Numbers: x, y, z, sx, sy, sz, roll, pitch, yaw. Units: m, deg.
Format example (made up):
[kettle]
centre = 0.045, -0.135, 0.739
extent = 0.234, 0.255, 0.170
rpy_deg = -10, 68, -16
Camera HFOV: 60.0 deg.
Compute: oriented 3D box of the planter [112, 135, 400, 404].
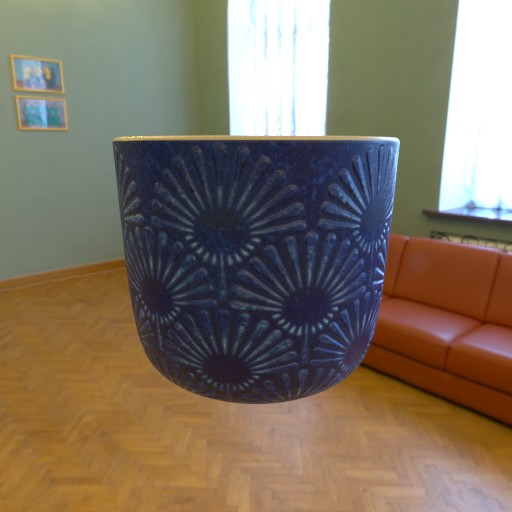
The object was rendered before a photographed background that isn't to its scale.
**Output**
[planter]
centre = 0.000, 0.000, 0.213
extent = 0.124, 0.109, 0.124
rpy_deg = 0, 14, 0
